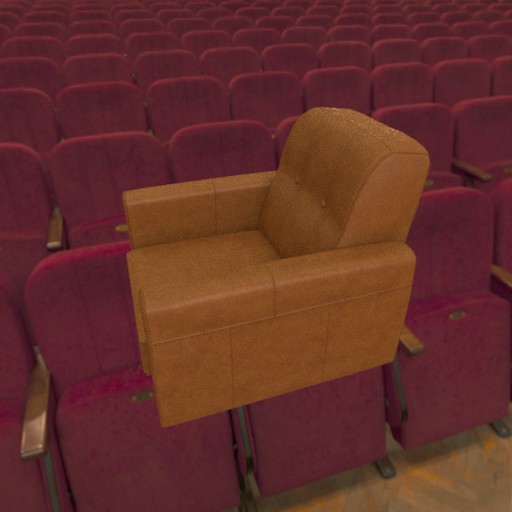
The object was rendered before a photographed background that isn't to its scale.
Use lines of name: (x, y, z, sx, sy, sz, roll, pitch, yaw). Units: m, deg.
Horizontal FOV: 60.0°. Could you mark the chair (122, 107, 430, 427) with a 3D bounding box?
chair: (0.000, 0.000, 1.680, 0.942, 0.968, 0.845, -10, 33, -15)
